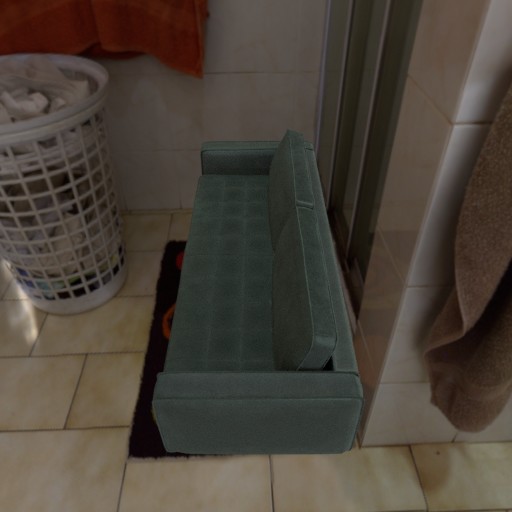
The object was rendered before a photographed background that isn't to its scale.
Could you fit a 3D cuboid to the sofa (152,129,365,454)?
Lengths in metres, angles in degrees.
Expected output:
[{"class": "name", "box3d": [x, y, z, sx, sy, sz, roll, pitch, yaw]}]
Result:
[{"class": "sofa", "box3d": [0.000, 0.000, 2.689, 0.886, 0.781, 2.214, 0, 41, 0]}]
